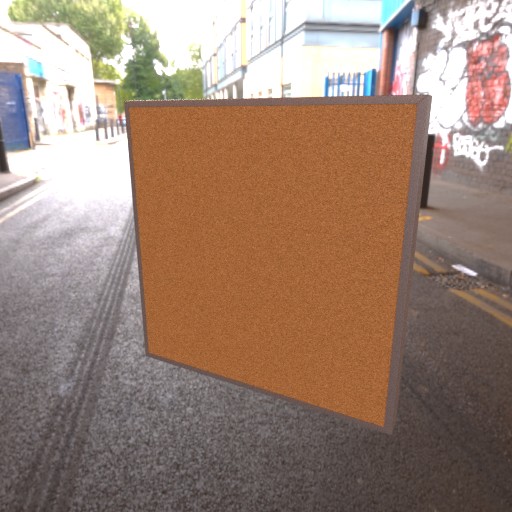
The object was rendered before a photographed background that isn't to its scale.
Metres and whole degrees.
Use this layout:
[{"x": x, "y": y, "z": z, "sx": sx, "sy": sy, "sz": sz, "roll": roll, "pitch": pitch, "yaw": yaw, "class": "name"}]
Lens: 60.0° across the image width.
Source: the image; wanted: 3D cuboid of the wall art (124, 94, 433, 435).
[{"x": 0.000, "y": 0.000, "z": 0.520, "sx": 0.349, "sy": 0.349, "sz": 0.028, "roll": 9, "pitch": 20, "yaw": 27, "class": "wall art"}]
